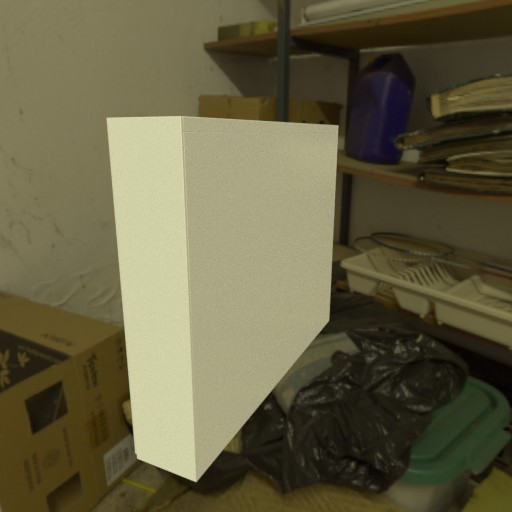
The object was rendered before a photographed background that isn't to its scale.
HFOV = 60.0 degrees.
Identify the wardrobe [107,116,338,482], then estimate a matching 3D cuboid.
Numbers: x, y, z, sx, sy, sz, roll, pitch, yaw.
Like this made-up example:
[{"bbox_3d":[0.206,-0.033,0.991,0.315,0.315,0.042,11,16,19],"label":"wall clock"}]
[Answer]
[{"bbox_3d":[0.000,0.000,4.102,0.580,2.360,3.000,7,17,25],"label":"wardrobe"}]
